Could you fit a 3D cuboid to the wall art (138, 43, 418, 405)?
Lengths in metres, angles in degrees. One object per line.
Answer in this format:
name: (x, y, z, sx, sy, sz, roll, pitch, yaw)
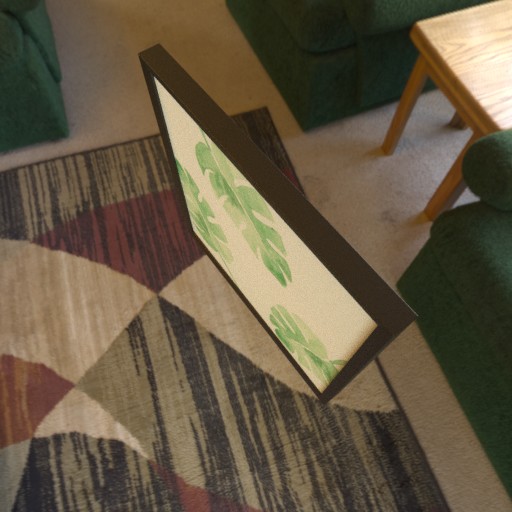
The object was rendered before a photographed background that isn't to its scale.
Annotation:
wall art: (0.000, 0.000, 0.765, 0.036, 0.508, 0.508, -34, 69, -15)
